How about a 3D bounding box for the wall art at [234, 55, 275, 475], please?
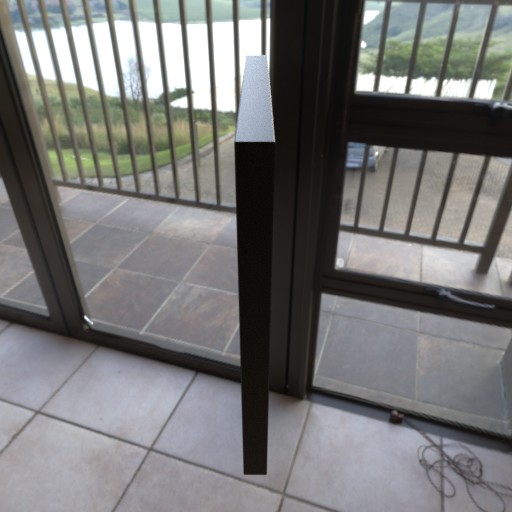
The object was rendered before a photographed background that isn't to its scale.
[{"bbox_3d":[0.000,0.000,0.752,0.039,0.555,0.449,0,34,0],"label":"wall art"}]
